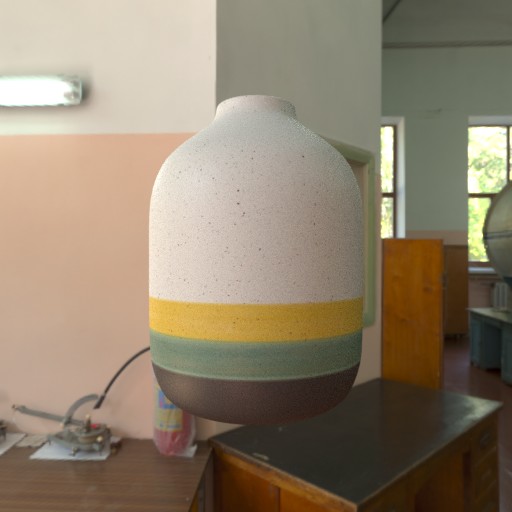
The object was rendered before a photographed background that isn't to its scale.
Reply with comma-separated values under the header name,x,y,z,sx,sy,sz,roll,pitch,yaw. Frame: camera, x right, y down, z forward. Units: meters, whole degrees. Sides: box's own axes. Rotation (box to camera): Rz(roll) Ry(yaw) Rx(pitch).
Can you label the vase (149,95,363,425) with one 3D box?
name,x,y,z,sx,sy,sz,roll,pitch,yaw
vase,0.000,0.000,0.361,0.169,0.240,0.169,0,0,0
